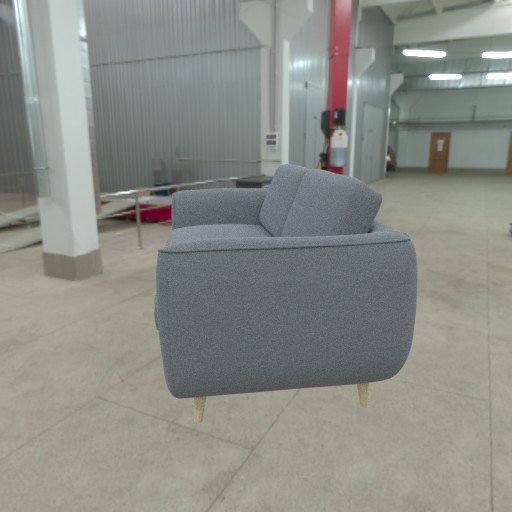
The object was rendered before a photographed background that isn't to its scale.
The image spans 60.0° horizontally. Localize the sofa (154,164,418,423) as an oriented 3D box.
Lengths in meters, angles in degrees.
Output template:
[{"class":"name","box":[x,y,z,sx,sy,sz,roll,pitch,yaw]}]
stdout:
[{"class":"sofa","box":[0.000,0.000,2.187,0.920,0.850,1.700,-2,14,-8]}]
